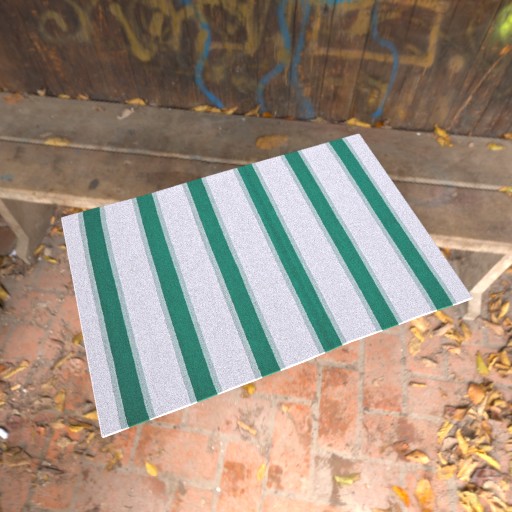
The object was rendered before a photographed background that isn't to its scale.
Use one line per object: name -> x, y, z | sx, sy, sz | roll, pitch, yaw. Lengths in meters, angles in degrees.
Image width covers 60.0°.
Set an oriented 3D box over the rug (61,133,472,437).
rug -> 0.000, 0.000, 2.309 | 1.829, 0.012, 1.210 | -18, 61, -10
